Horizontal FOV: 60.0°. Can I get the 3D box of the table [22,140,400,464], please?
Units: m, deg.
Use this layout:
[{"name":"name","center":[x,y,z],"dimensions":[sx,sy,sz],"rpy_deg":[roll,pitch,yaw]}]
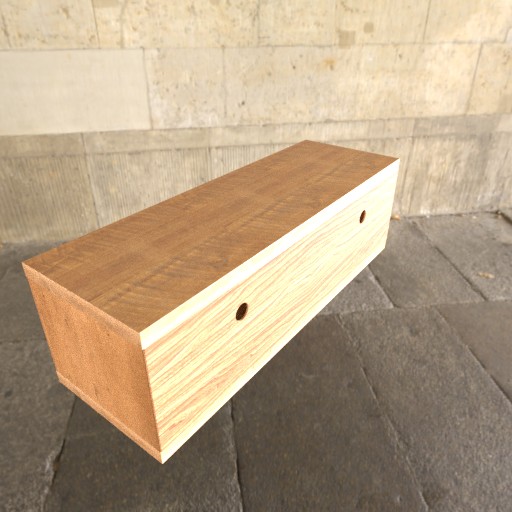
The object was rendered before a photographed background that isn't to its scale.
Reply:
[{"name":"table","center":[0.000,0.000,1.740],"dimensions":[0.499,0.491,1.499],"rpy_deg":[21,37,31]}]
